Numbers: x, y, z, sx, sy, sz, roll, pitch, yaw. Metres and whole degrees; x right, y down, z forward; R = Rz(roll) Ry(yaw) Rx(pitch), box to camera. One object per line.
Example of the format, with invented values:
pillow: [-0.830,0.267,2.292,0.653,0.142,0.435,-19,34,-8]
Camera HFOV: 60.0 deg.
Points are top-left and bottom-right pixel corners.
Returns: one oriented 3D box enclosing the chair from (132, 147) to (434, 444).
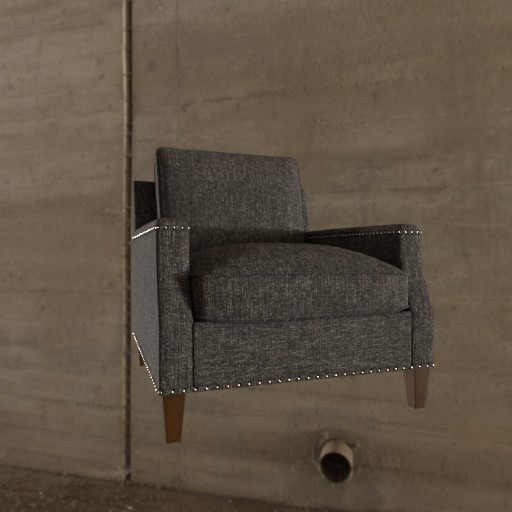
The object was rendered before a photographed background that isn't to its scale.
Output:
chair: [0.000,0.000,1.682,0.853,0.943,1.014,0,0,-19]
